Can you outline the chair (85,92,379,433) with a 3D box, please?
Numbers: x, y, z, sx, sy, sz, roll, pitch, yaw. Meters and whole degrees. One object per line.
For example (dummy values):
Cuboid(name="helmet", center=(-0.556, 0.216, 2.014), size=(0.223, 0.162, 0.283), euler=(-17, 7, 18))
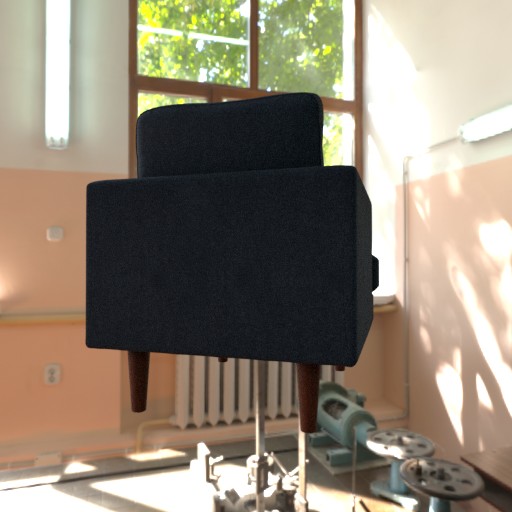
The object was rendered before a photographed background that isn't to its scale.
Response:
Cuboid(name="chair", center=(0.000, 0.000, 1.650), size=(0.858, 0.957, 0.899), euler=(0, -1, 18))
